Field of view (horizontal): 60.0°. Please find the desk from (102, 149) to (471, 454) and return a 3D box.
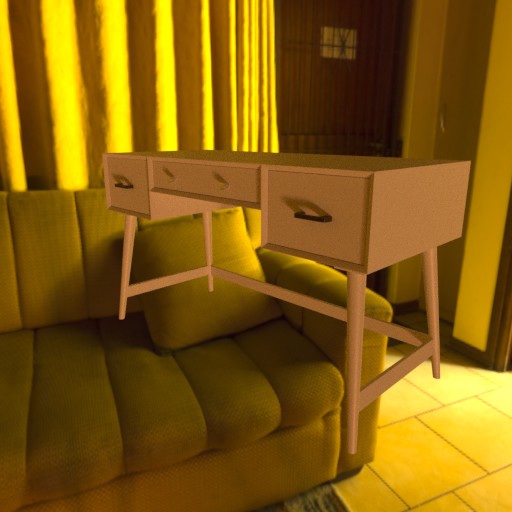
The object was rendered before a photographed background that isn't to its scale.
[{"bbox_3d":[0.000,0.000,1.736,0.589,0.762,1.313,-15,21,-43],"label":"desk"}]
